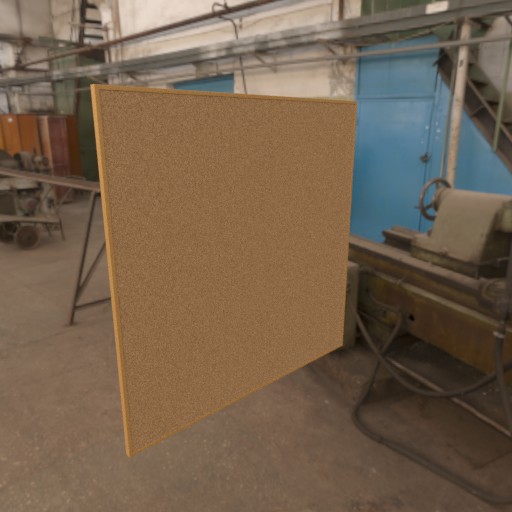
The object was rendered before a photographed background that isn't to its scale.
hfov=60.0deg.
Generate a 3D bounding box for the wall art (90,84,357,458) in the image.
[{"bbox_3d":[0.000,0.000,0.958,0.657,0.655,0.014,-14,22,-41],"label":"wall art"}]
